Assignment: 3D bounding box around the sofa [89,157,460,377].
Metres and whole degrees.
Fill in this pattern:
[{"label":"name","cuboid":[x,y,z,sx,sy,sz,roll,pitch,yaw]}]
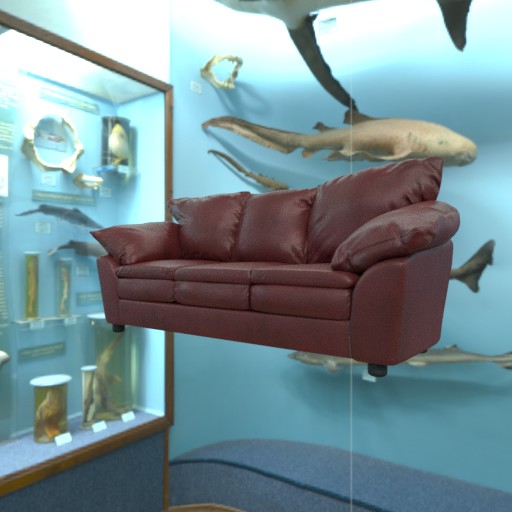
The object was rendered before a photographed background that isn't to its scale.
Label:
[{"label":"sofa","cuboid":[0.000,0.000,2.842,2.390,1.091,0.907,0,0,37]}]
